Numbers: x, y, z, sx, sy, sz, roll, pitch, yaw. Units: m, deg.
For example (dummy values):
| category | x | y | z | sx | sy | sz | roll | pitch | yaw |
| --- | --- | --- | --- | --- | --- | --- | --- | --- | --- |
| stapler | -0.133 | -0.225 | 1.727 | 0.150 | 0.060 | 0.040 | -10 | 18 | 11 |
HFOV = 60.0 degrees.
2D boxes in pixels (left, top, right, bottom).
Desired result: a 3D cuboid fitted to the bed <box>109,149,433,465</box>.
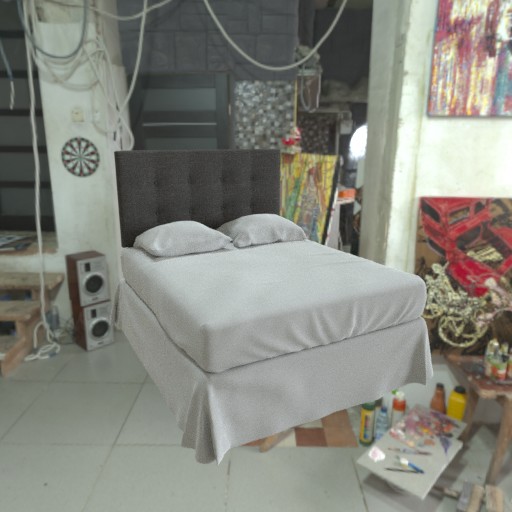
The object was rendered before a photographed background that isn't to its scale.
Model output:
| category | x | y | z | sx | sy | sz | roll | pitch | yaw |
| --- | --- | --- | --- | --- | --- | --- | --- | --- | --- |
| bed | 0.000 | 0.000 | 3.454 | 1.936 | 1.577 | 2.222 | -8 | 17 | -28 |
